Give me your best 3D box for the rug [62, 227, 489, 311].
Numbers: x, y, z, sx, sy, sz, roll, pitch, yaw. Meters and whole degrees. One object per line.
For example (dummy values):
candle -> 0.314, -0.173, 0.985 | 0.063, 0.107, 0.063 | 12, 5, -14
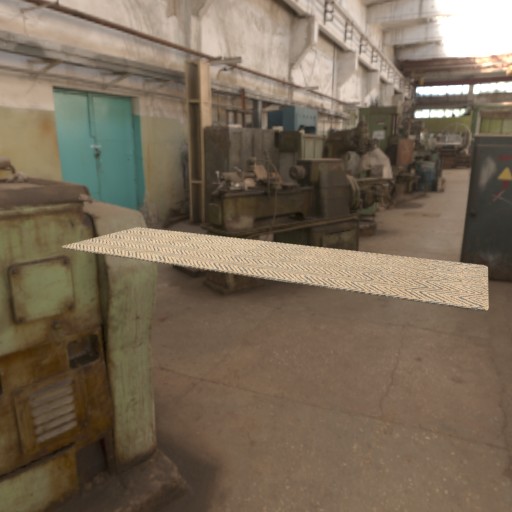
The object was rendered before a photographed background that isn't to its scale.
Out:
rug -> 0.000, 0.000, 2.448 | 2.286, 0.008, 0.686 | 7, 16, 26
